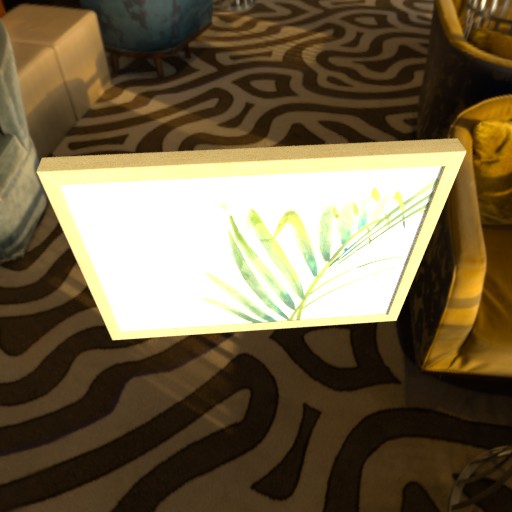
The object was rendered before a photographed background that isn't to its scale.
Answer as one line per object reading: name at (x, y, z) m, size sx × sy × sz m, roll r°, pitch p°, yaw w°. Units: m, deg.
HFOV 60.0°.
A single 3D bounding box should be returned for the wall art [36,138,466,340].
wall art at (0.000, 0.000, 0.698) m, size 0.533 × 0.381 × 0.032 m, roll -3°, pitch 48°, yaw -3°
